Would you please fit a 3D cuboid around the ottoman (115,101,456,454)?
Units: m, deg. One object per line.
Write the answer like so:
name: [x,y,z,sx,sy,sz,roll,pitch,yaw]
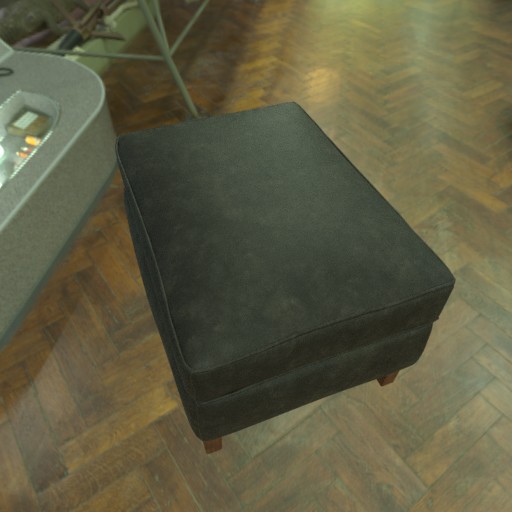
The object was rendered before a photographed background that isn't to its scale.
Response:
ottoman: [0.000,0.000,0.988,0.501,0.413,0.665,-16,49,-14]
